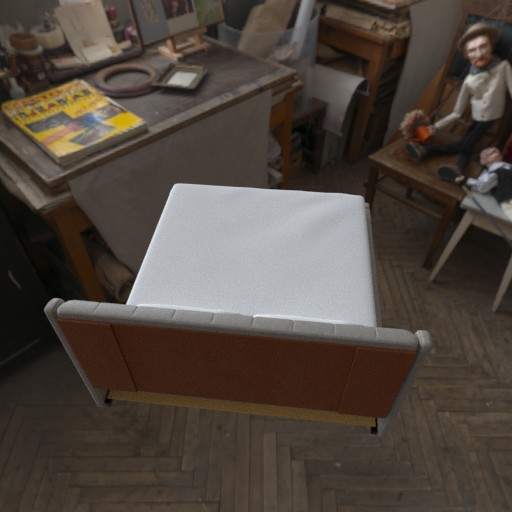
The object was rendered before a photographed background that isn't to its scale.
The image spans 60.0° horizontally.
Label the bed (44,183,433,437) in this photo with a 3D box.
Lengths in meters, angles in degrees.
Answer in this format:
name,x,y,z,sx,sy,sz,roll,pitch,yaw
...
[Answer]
name,x,y,z,sx,sy,sz,roll,pitch,yaw
bed,0.000,0.000,3.553,2.062,1.289,2.342,5,46,4
